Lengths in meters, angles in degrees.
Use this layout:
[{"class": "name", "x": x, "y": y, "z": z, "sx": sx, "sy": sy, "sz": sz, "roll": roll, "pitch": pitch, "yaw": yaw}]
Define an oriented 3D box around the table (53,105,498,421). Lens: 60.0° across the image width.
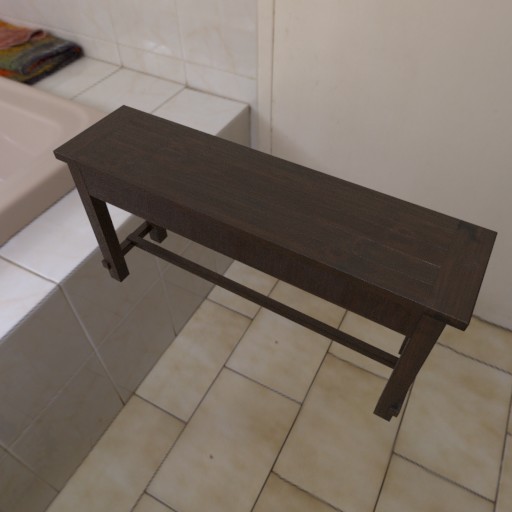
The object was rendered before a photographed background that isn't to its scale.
[{"class": "table", "x": 0.000, "y": 0.000, "z": 1.881, "sx": 1.599, "sy": 0.762, "sz": 0.442, "roll": 23, "pitch": 52, "yaw": 20}]
